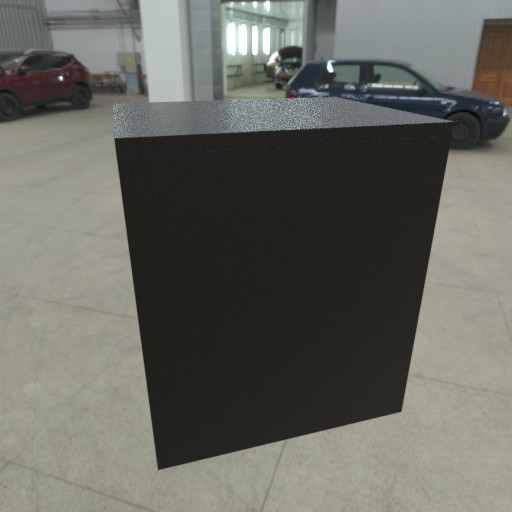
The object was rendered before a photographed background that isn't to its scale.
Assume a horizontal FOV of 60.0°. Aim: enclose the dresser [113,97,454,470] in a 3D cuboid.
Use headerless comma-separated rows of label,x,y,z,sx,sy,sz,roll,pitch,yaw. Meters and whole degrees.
dresser,0.000,0.000,0.747,0.400,0.470,0.360,-7,26,-15
